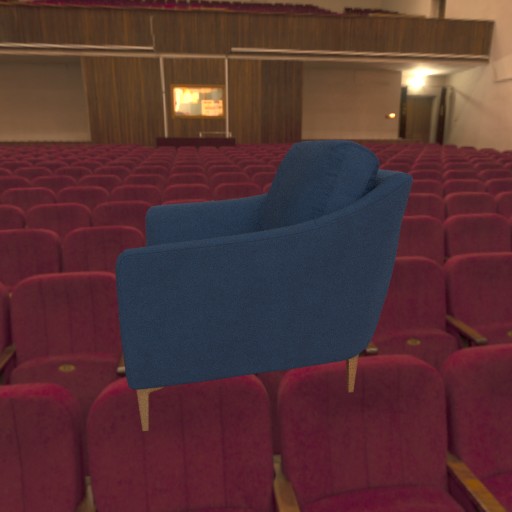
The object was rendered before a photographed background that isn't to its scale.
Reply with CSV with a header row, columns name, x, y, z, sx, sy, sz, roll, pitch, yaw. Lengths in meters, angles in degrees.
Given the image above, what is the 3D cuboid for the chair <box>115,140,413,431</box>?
name,x,y,z,sx,sy,sz,roll,pitch,yaw
chair,0.000,0.000,1.782,0.961,0.899,0.987,-2,14,-8
